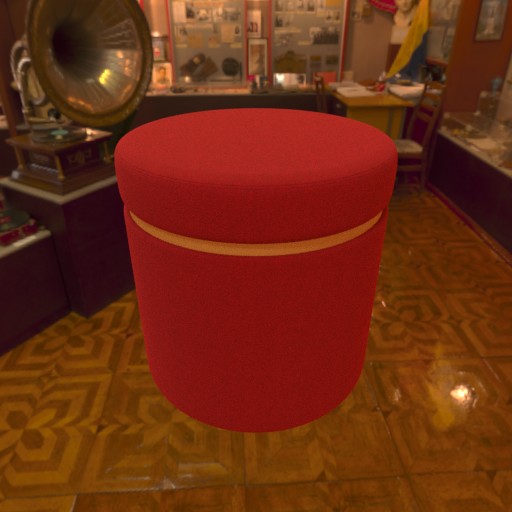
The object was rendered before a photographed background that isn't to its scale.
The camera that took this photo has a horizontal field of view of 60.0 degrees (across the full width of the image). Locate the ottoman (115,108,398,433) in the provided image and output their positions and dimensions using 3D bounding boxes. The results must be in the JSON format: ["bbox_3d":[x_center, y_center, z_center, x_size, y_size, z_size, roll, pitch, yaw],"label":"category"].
[{"bbox_3d":[0.000,0.000,0.737,0.400,0.406,0.400,0,30,0],"label":"ottoman"}]
